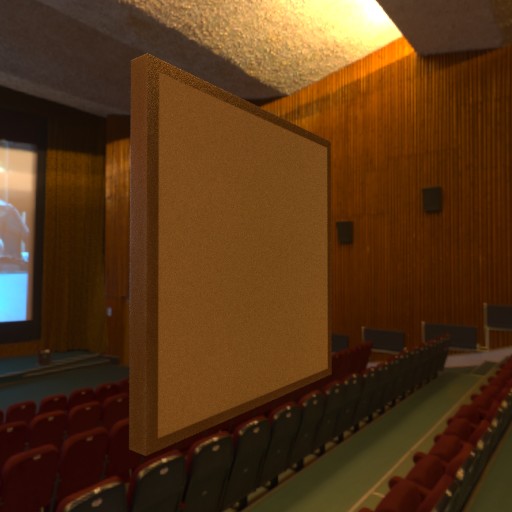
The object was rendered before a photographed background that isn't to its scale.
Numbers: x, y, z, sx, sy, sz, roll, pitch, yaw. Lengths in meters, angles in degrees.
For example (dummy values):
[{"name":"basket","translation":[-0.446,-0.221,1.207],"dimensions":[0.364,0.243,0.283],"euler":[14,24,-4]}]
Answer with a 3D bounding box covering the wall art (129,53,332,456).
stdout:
[{"name":"wall art","translation":[0.000,0.000,0.775],"dimensions":[0.033,0.509,0.510],"euler":[-1,-1,36]}]
